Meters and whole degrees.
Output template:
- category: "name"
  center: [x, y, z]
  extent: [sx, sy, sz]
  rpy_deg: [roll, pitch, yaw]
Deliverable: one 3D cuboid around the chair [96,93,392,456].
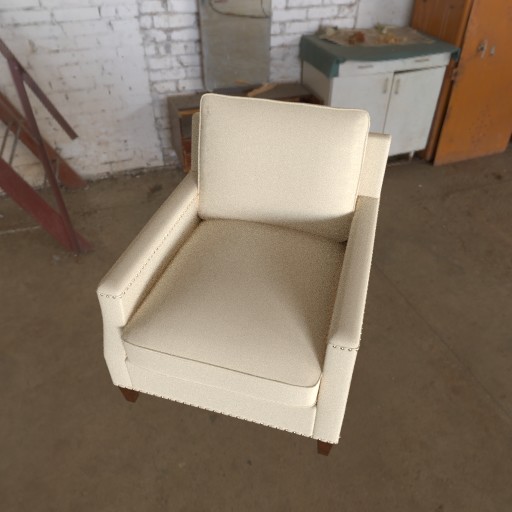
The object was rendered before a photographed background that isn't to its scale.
- category: "chair"
  center: [0.000, 0.000, 1.704]
  extent: [0.853, 0.943, 1.014]
  rpy_deg: [10, 41, 12]
